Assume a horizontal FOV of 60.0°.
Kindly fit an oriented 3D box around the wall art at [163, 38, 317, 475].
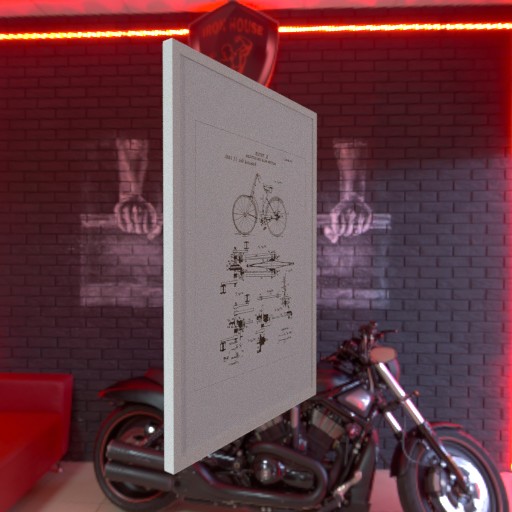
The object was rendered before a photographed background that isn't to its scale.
[{"bbox_3d":[0.000,0.000,0.623,0.015,0.477,0.332,1,1,36],"label":"wall art"}]
